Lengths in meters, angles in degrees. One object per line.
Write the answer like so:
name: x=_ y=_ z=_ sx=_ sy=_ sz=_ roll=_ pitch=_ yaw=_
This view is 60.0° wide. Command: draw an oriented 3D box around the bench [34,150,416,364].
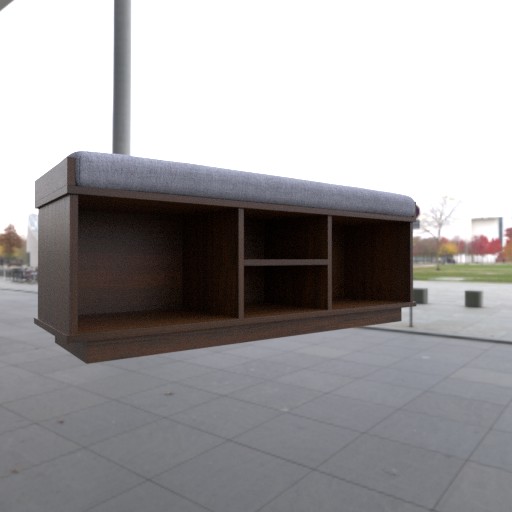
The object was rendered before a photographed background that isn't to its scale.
bench: x=0.000 y=0.000 z=1.387 sx=1.196 sy=0.468 sz=0.367 roll=0 pitch=0 yaw=-36
